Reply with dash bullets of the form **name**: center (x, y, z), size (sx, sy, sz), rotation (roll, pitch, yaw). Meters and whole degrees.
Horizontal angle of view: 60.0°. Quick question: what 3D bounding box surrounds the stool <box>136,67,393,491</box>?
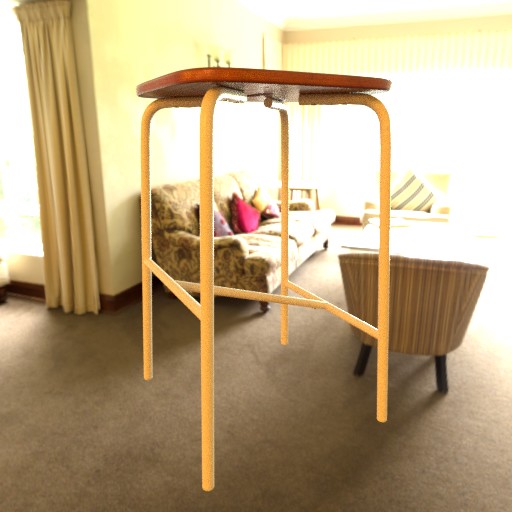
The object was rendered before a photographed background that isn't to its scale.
- **stool**: center (0.000, 0.000, 0.840), size (0.376, 0.610, 0.376), rotation (-8, 18, -27)
